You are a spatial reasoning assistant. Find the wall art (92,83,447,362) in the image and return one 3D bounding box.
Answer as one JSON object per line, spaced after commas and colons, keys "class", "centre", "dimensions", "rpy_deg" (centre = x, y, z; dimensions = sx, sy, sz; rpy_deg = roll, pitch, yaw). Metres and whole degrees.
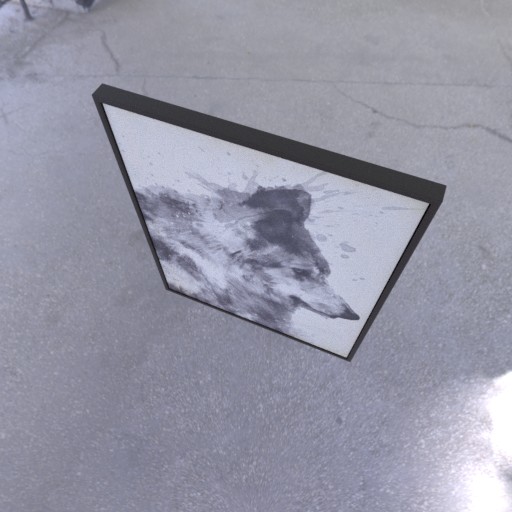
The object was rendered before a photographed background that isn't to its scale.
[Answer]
{"class": "wall art", "centre": [0.000, 0.000, 0.769], "dimensions": [0.451, 0.551, 0.028], "rpy_deg": [20, 61, 12]}
